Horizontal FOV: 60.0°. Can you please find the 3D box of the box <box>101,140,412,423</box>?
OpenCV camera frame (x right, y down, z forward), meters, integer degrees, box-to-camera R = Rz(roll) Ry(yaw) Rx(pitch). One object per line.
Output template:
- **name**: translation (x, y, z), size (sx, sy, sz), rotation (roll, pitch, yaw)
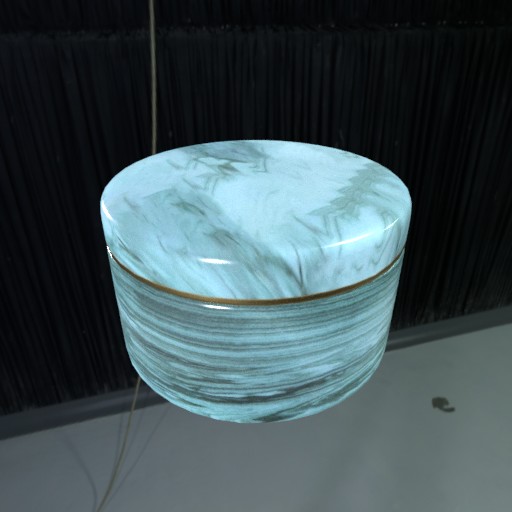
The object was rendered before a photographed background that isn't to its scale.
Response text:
- **box**: translation (0.000, 0.000, 0.163), size (0.101, 0.063, 0.101), rotation (0, 30, 0)
